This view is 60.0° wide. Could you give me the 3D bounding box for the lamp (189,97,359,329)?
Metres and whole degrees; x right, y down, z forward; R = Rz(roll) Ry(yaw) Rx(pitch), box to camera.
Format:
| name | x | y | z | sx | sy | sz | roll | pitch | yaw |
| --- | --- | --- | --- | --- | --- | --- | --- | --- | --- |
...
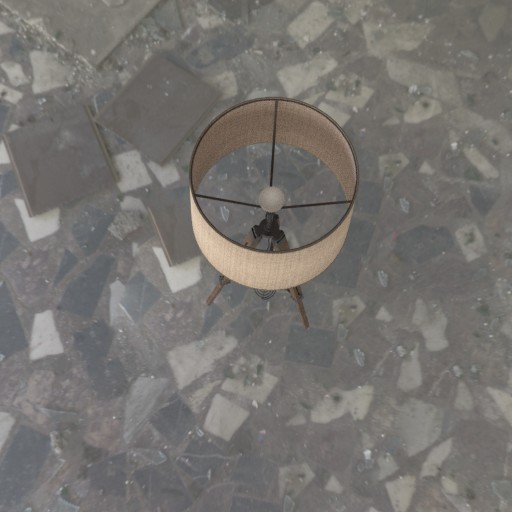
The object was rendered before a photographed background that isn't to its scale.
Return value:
| name | x | y | z | sx | sy | sz | roll | pitch | yaw |
| --- | --- | --- | --- | --- | --- | --- | --- | --- | --- |
| lamp | 0.000 | 0.000 | 1.821 | 0.587 | 1.510 | 0.604 | -17 | 76 | -4 |
